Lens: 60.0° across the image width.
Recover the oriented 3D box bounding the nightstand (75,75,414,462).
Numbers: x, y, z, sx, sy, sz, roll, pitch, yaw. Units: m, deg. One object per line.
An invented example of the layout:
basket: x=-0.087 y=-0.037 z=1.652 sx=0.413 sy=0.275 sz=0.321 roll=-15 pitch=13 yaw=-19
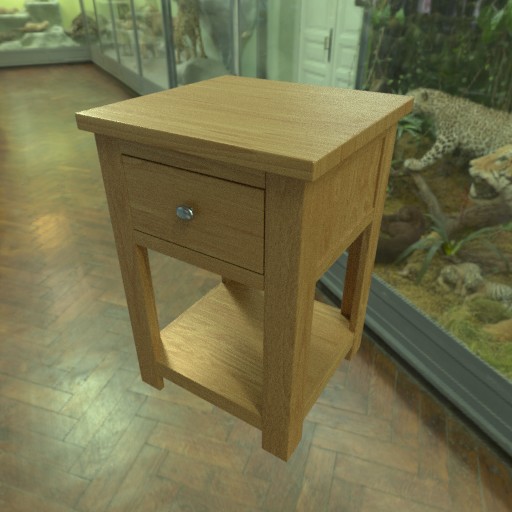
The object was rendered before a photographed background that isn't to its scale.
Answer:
nightstand: x=0.000 y=0.000 z=0.924 sx=0.428 sy=0.614 sz=0.418 roll=18 pitch=36 yaw=27
